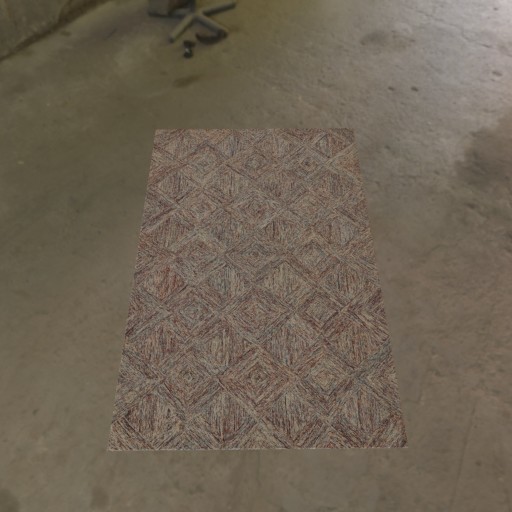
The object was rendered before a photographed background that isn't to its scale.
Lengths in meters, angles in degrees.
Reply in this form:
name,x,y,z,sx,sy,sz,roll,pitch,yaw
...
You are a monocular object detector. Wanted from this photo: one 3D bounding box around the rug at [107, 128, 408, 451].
name,x,y,z,sx,sy,sz,roll,pitch,yaw
rug,0.000,0.000,2.831,1.523,0.019,2.285,0,59,0
